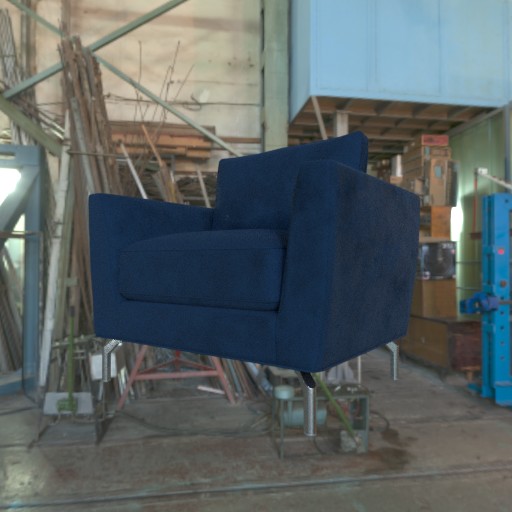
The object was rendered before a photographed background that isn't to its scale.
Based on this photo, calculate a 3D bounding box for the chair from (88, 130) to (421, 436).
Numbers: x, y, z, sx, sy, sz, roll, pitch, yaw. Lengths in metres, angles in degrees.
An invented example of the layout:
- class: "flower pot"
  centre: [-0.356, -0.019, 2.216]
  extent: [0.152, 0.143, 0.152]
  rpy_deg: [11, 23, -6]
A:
- class: "chair"
  centre: [0.000, 0.000, 1.606]
  extent: [0.977, 0.893, 0.746]
  rpy_deg: [-1, -1, 36]
